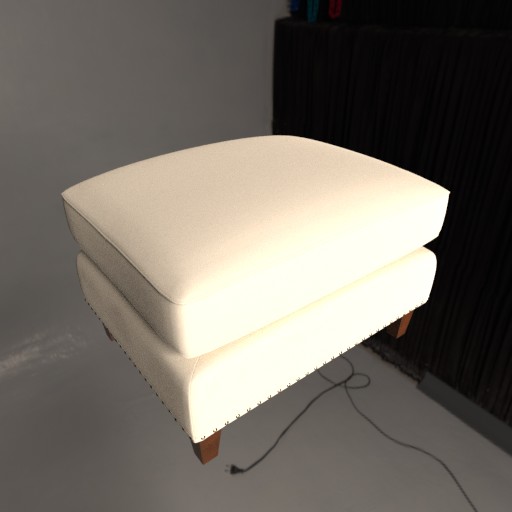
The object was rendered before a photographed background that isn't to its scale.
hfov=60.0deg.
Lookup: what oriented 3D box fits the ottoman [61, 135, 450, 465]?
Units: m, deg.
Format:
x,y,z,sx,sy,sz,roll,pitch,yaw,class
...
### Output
x,y,z,sx,sy,sz,roll,pitch,yaw,class
0.000,0.000,1.127,0.741,0.513,0.584,-21,36,-32,ottoman
